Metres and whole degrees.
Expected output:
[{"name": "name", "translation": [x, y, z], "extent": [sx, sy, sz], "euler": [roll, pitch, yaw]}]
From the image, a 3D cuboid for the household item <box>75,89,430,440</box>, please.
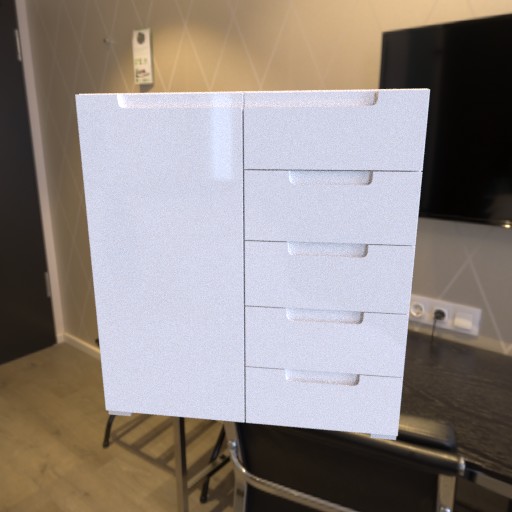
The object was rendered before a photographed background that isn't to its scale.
[{"name": "household item", "translation": [0.000, 0.000, 1.298], "extent": [0.800, 0.870, 0.420], "euler": [2, 15, 8]}]
